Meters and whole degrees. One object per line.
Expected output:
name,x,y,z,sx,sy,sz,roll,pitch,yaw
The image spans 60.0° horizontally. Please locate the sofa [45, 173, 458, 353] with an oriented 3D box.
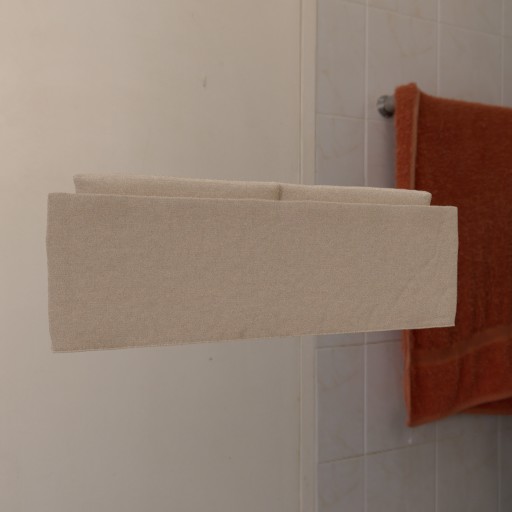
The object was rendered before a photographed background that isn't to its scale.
sofa,0.000,0.000,2.777,2.312,0.853,0.962,0,1,-18
